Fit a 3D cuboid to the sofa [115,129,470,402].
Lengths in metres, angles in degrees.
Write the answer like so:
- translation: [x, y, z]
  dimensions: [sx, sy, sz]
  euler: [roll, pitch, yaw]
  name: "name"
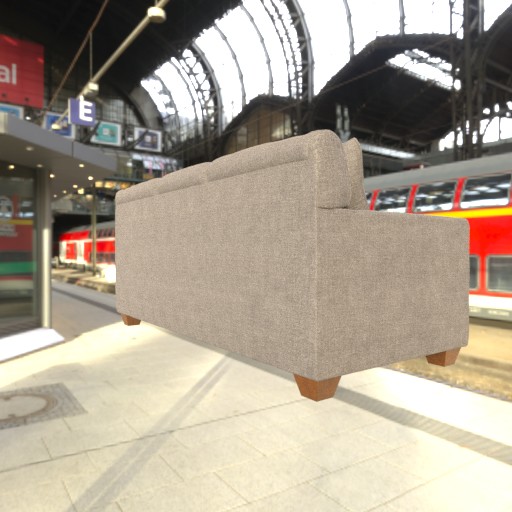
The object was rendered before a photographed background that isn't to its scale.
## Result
- translation: [0.000, 0.000, 2.528]
  dimensions: [0.997, 0.958, 2.024]
  euler: [-1, 1, -36]
  name: "sofa"
